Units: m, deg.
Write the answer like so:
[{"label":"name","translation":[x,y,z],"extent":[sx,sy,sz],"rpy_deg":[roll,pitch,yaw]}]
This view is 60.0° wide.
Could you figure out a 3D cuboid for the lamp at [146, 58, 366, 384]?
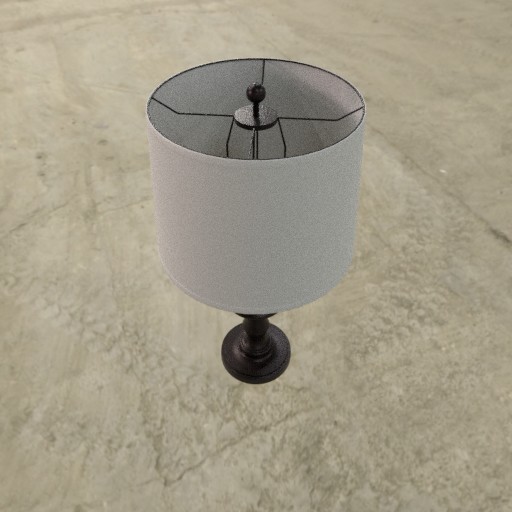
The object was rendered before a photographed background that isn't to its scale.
[{"label":"lamp","translation":[0.000,0.000,0.914],"extent":[0.383,0.726,0.383],"rpy_deg":[0,45,0]}]
